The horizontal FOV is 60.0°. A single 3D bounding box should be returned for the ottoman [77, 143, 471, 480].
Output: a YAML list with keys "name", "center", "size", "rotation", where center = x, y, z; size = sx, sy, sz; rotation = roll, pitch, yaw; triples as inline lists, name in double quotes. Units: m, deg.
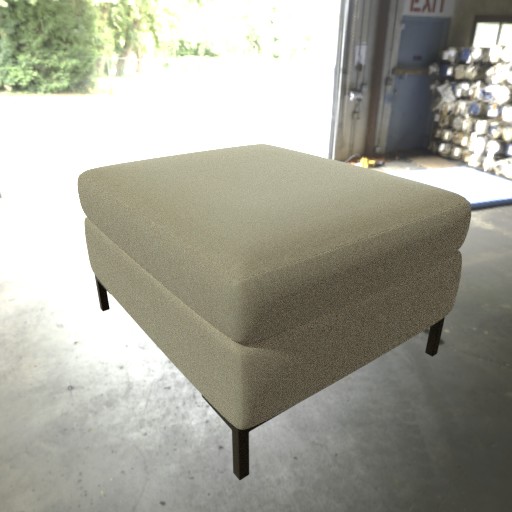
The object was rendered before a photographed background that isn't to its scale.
- name: "ottoman"
  center: [0.000, 0.000, 1.148]
  size: [0.657, 0.453, 0.794]
  rotation: [-18, 30, -33]
